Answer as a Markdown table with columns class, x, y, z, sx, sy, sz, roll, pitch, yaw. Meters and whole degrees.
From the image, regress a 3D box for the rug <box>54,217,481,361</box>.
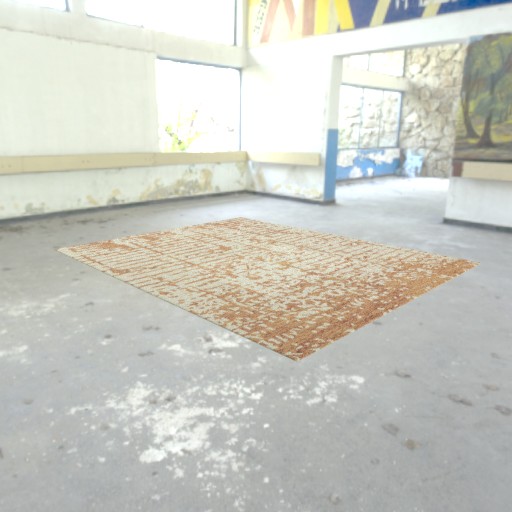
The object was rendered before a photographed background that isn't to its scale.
| class | x | y | z | sx | sy | sz | roll | pitch | yaw |
| --- | --- | --- | --- | --- | --- | --- | --- | --- | --- |
| rug | 0.000 | 0.000 | 4.031 | 2.441 | 0.011 | 3.050 | -15 | 21 | -43 |
